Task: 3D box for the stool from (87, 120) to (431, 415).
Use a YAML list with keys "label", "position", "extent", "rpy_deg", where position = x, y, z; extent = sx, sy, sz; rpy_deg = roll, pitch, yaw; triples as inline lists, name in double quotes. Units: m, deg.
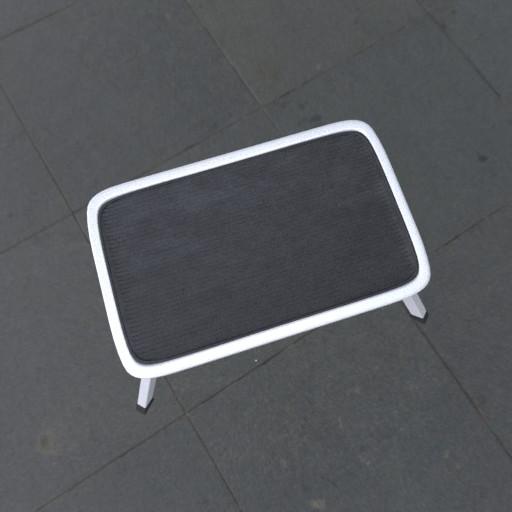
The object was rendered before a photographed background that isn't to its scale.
- label: "stool"
  position: [0.000, 0.000, 0.615]
  extent: [0.460, 0.170, 0.320]
  rpy_deg: [-17, 77, -4]
